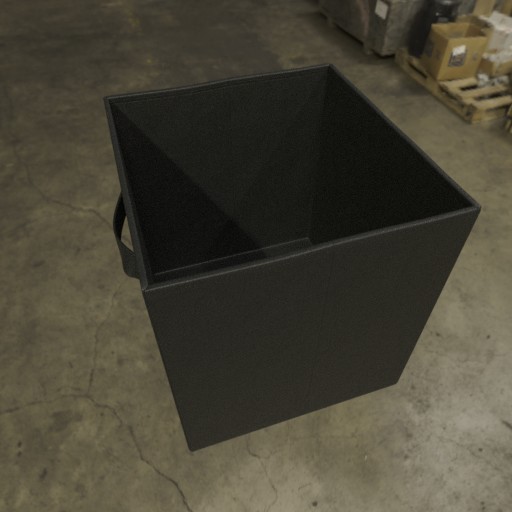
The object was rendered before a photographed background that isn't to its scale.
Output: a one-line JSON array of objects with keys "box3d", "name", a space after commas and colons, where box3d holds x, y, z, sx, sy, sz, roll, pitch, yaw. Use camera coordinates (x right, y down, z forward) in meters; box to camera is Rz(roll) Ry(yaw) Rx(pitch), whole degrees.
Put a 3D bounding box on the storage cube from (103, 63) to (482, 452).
[{"box3d": [0.000, 0.000, 0.486, 0.270, 0.280, 0.270, -14, 48, -13], "name": "storage cube"}]
